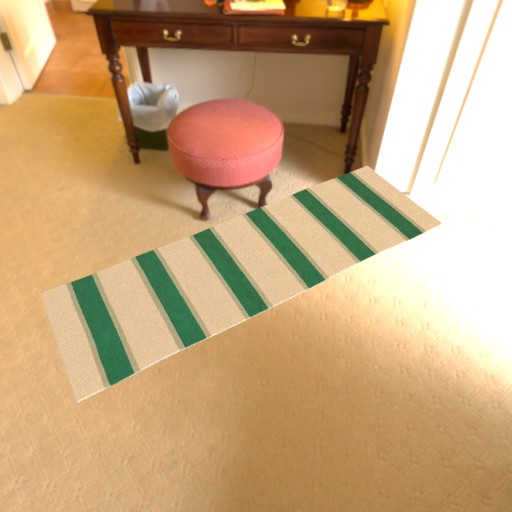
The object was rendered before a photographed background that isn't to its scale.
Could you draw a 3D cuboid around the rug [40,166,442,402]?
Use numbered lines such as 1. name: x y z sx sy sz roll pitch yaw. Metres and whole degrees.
1. rug: 0.000 0.000 2.754 2.438 0.012 0.768 -23 51 -21
